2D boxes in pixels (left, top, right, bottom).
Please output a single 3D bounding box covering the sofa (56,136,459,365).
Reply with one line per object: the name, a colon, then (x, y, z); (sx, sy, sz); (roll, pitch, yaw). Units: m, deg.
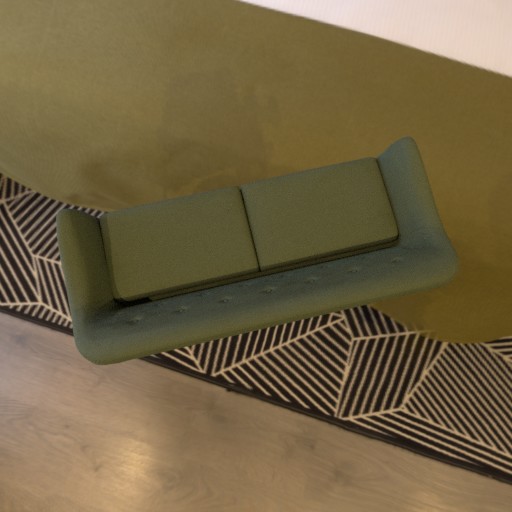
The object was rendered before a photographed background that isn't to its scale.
sofa: (0.000, 0.000, 2.279); (1.840, 0.836, 0.820); (-13, 74, -4)
